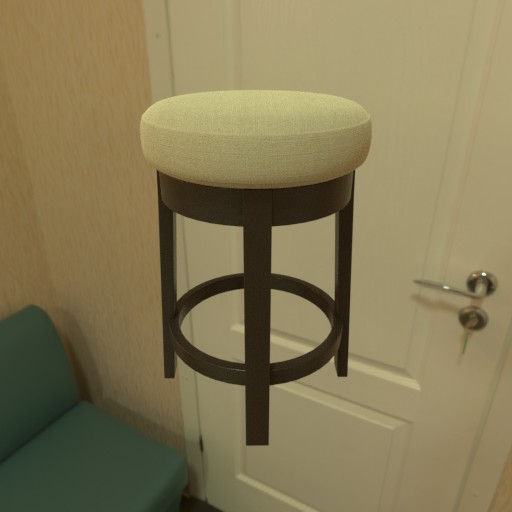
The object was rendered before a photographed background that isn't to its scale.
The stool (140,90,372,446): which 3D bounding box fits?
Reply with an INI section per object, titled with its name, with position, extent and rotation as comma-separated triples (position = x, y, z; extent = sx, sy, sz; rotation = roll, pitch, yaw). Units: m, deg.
[stool]
position = 0.000, 0.000, 0.964
extent = 0.449, 0.655, 0.449
rotation = 0, 26, 0
